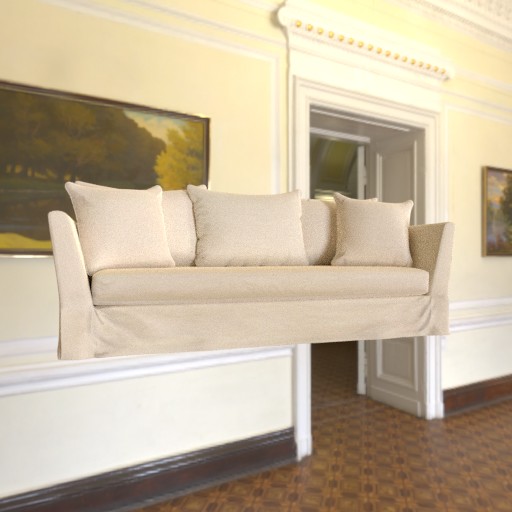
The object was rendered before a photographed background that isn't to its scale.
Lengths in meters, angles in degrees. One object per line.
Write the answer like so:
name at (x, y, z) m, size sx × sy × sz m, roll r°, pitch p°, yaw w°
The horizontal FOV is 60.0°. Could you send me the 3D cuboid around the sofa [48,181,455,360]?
sofa at (0.000, 0.000, 3.039) m, size 2.484 × 1.042 × 1.030 m, roll 0°, pitch 0°, yaw -18°
